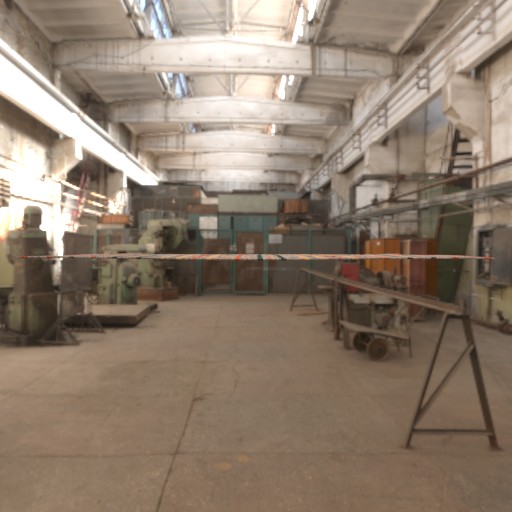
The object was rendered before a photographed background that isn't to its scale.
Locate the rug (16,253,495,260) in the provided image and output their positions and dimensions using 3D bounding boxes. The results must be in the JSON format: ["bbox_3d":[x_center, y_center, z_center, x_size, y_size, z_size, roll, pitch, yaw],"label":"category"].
[{"bbox_3d":[0.000,0.000,2.300,1.835,0.017,1.220,0,1,1],"label":"rug"}]
